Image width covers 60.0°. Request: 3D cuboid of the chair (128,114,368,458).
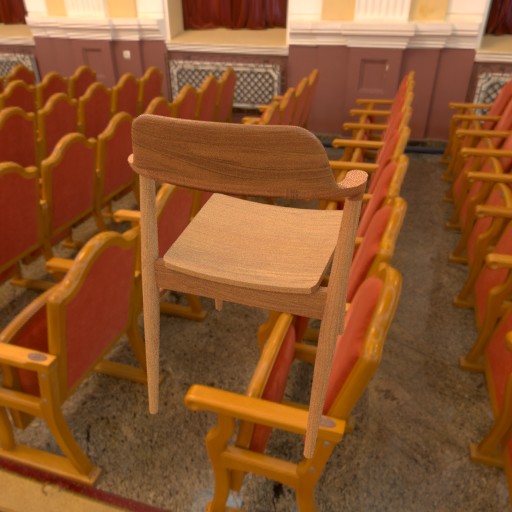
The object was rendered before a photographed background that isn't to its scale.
[{"bbox_3d":[0.000,0.000,1.139,0.512,0.792,0.499,9,32,15],"label":"chair"}]
